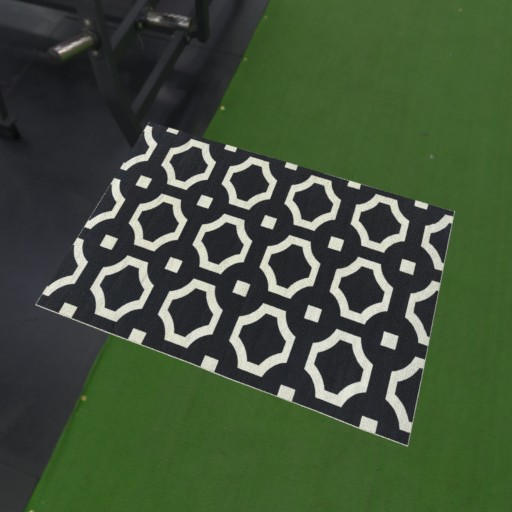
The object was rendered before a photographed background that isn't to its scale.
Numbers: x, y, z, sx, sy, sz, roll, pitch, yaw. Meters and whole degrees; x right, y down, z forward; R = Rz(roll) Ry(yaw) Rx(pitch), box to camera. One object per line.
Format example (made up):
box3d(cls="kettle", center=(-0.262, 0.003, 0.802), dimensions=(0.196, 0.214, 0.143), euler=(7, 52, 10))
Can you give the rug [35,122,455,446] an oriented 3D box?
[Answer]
box3d(cls="rug", center=(0.000, 0.000, 2.837), dimensions=(2.286, 0.016, 1.555), euler=(18, 65, 9))
